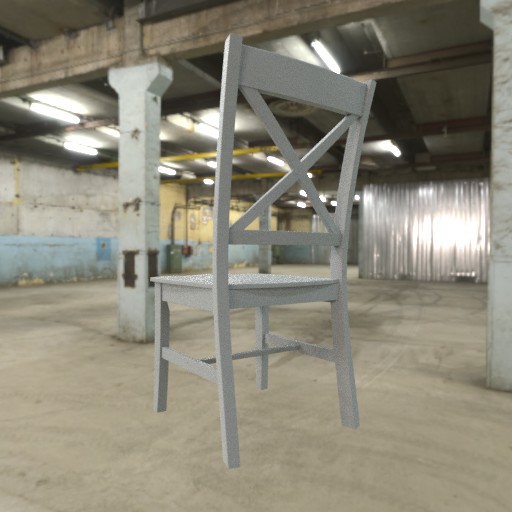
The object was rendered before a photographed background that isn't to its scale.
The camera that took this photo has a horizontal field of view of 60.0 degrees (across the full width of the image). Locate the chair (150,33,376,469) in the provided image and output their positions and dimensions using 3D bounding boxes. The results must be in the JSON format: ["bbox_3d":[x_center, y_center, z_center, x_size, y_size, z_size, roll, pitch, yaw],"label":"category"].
[{"bbox_3d":[0.000,0.000,1.317,0.485,0.983,0.542,0,0,-35],"label":"chair"}]
